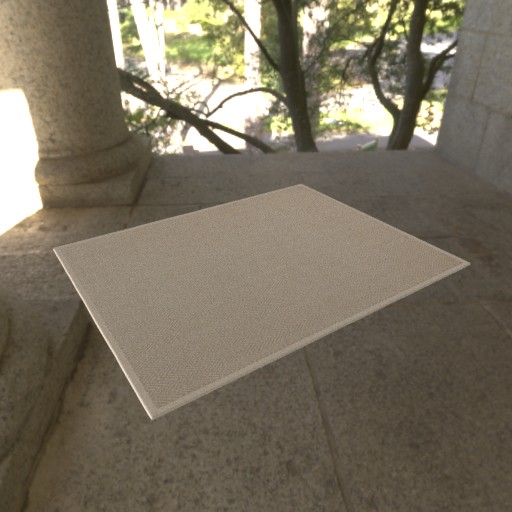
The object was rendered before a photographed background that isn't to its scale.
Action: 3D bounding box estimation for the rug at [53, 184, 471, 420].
[{"bbox_3d":[0.000,0.000,4.101,3.051,0.020,2.407,-19,35,-29],"label":"rug"}]
